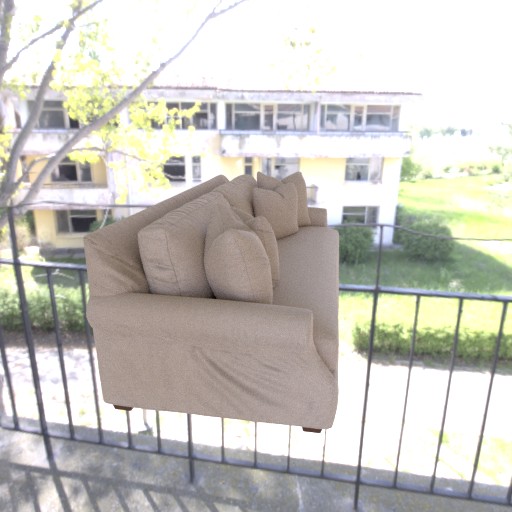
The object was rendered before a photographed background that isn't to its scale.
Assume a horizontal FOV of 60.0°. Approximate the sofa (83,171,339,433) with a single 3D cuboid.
[{"bbox_3d":[0.000,0.000,2.802,1.067,0.904,2.285,3,17,10],"label":"sofa"}]
